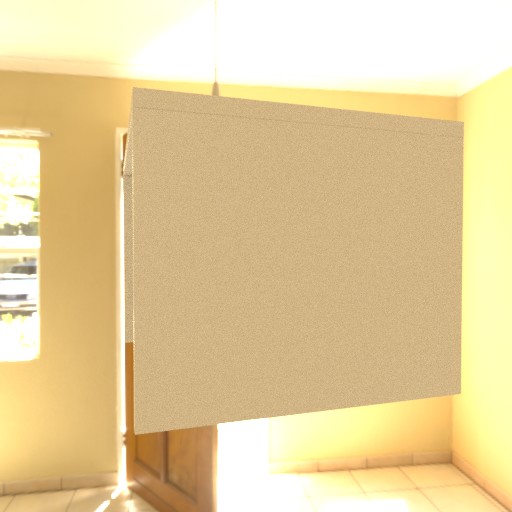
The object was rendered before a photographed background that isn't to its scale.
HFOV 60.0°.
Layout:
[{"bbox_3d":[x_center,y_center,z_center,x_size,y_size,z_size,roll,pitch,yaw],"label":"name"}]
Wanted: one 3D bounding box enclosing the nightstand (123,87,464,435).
[{"bbox_3d":[0.000,0.000,0.732,0.408,0.351,0.470,0,1,-18],"label":"nightstand"}]
